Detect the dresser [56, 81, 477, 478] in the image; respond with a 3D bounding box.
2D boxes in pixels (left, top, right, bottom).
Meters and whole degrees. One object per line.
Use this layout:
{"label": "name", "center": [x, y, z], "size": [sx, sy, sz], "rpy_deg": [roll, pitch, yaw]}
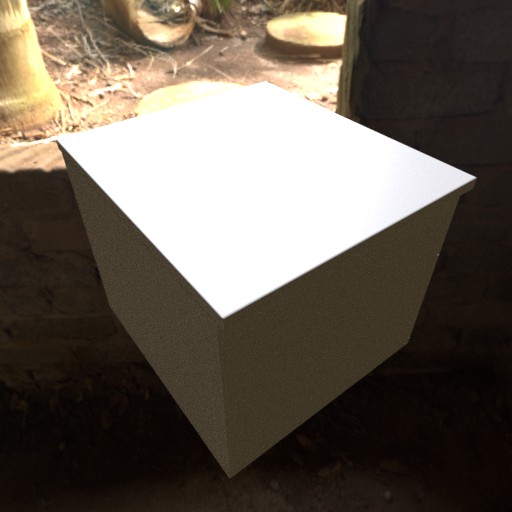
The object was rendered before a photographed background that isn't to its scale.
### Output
{"label": "dresser", "center": [0.000, 0.000, 0.719], "size": [0.400, 0.360, 0.430], "rpy_deg": [-27, 47, -27]}
